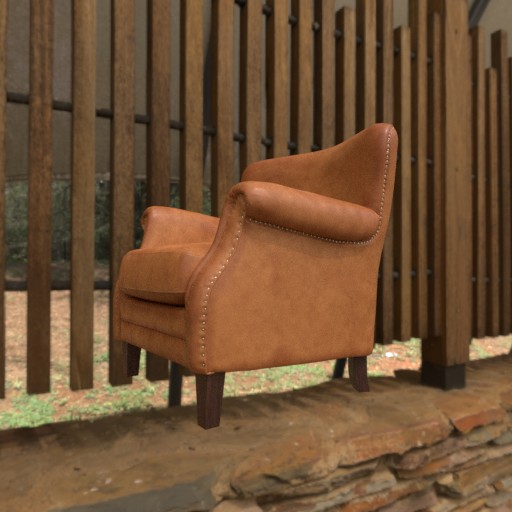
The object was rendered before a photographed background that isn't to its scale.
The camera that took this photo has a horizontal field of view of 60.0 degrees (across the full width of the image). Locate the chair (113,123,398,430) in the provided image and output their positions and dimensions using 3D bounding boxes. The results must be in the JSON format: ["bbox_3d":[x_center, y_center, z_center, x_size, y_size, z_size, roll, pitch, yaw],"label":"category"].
[{"bbox_3d":[0.000,0.000,1.677,0.921,0.936,0.861,1,-1,-36],"label":"chair"}]
